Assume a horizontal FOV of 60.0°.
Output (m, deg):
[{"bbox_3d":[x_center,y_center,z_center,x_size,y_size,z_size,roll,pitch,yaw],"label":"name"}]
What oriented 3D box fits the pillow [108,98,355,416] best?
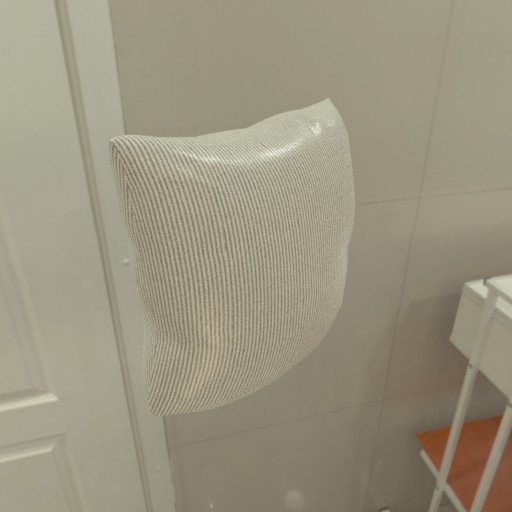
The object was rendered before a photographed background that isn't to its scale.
[{"bbox_3d":[0.000,0.000,0.696,0.387,0.432,0.310,-7,28,-14],"label":"pillow"}]
